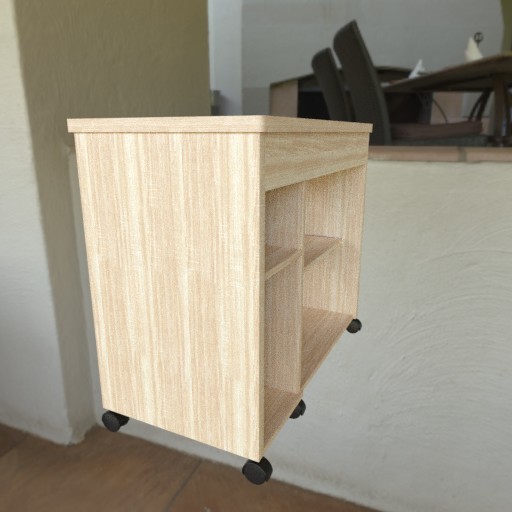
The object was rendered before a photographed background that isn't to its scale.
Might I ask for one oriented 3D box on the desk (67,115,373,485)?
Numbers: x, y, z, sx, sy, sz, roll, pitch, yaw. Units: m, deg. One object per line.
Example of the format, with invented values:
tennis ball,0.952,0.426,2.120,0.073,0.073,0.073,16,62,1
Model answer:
desk,0.000,0.000,1.331,0.480,0.770,0.884,7,17,25
